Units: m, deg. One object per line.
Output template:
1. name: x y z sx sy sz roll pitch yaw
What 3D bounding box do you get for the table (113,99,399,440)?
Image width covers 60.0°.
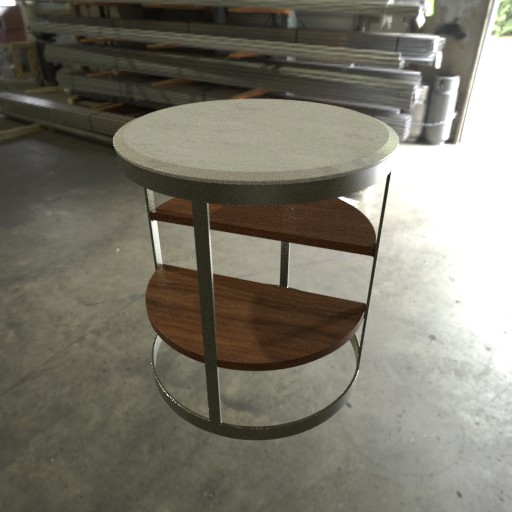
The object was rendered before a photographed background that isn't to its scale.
1. table: 0.000 0.000 0.766 0.407 0.447 0.407 0 31 0
